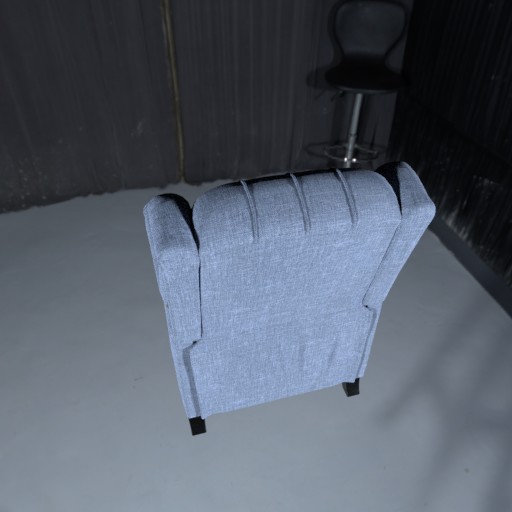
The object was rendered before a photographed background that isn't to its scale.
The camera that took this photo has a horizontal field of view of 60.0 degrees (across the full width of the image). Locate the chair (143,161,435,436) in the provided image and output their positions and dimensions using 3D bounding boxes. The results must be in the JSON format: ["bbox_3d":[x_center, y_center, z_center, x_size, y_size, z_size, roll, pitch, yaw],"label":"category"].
[{"bbox_3d":[0.000,0.000,1.604,0.742,1.035,0.898,-10,41,-11],"label":"chair"}]
